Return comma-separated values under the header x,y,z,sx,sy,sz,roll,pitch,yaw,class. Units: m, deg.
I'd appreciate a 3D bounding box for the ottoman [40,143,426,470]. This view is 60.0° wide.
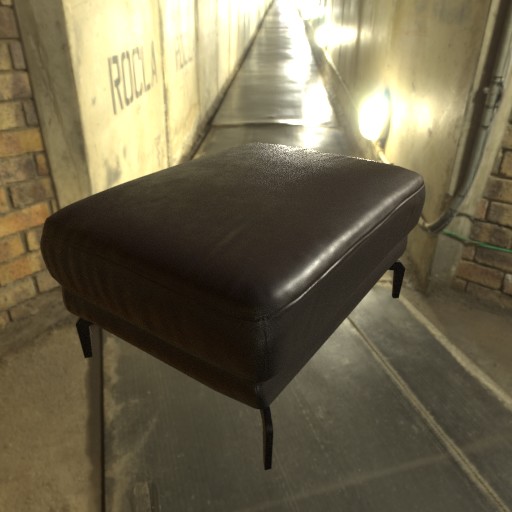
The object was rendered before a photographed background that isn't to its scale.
x,y,z,sx,sy,sz,roll,pitch,yaw,class
0.000,0.000,1.061,0.570,0.402,0.764,18,33,30,ottoman
